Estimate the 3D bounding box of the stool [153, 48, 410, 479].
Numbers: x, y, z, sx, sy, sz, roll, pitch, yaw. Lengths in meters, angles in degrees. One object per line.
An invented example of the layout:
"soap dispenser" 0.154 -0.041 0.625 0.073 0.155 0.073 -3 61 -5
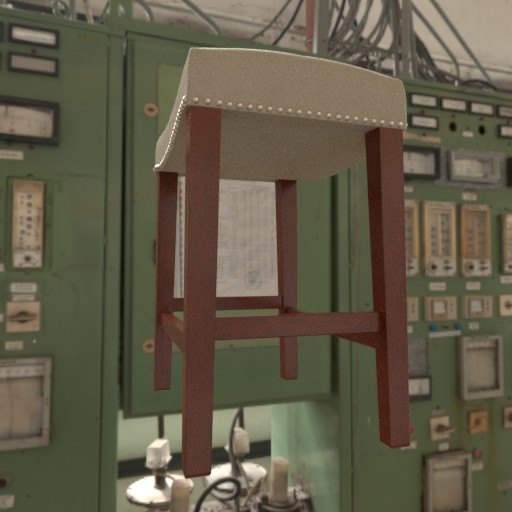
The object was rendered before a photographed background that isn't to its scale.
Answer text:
"stool" 0.000 0.000 0.910 0.375 0.632 0.509 1 -2 -18
